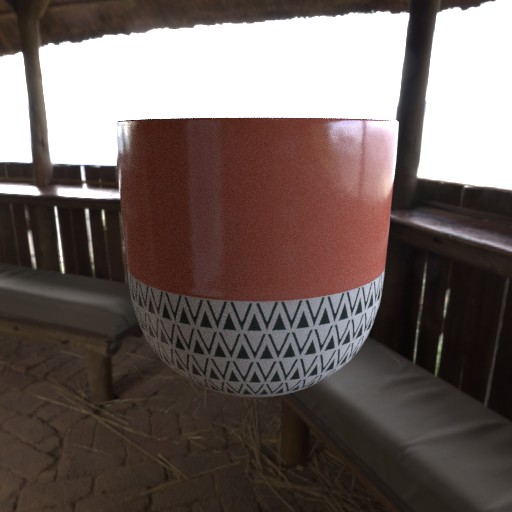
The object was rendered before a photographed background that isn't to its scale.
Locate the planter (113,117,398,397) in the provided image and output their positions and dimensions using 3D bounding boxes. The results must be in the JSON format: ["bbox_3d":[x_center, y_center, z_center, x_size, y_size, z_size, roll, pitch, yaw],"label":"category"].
[{"bbox_3d":[0.000,0.000,0.467,0.266,0.270,0.266,0,15,0],"label":"planter"}]
